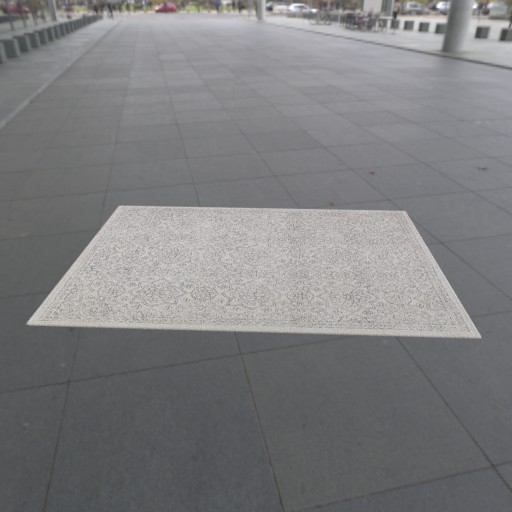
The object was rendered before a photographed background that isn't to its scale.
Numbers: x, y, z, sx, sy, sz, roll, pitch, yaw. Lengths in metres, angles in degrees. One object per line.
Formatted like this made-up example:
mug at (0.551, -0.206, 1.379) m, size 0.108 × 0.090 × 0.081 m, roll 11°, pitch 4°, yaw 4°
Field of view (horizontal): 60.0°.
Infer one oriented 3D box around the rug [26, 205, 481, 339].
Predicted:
rug at (0.000, 0.000, 2.875) m, size 2.286 × 0.011 × 1.524 m, roll 1°, pitch 30°, yaw 2°
